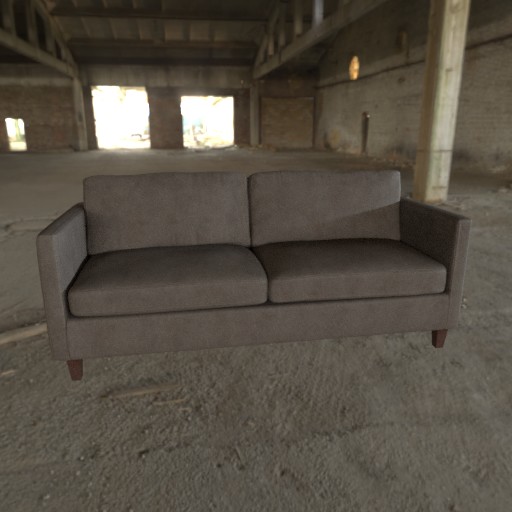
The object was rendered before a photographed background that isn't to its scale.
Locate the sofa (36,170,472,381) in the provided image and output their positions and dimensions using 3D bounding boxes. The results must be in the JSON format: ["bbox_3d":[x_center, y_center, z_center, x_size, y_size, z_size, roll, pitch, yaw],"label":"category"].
[{"bbox_3d":[0.000,0.000,2.666,2.208,0.965,0.951,-3,17,-9],"label":"sofa"}]
